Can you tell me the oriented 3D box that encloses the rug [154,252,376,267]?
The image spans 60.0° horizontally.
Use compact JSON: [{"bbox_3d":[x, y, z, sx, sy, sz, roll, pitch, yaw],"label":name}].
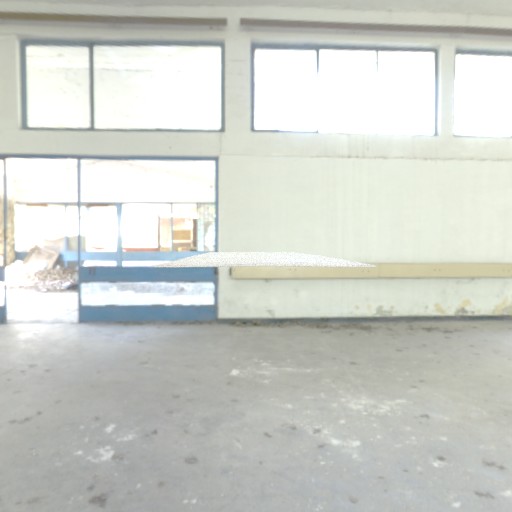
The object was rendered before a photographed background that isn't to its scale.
[{"bbox_3d":[0.000,0.000,2.573,0.712,0.013,2.346,0,2,-2],"label":"rug"}]
